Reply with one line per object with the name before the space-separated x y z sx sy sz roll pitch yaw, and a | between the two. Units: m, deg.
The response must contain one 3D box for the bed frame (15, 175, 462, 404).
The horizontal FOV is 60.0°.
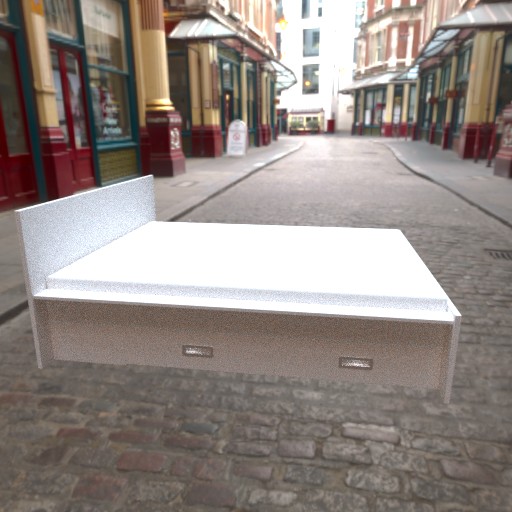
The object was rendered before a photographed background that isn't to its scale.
bed frame | 0.000 0.000 2.740 1.960 0.800 1.622 2 16 8
